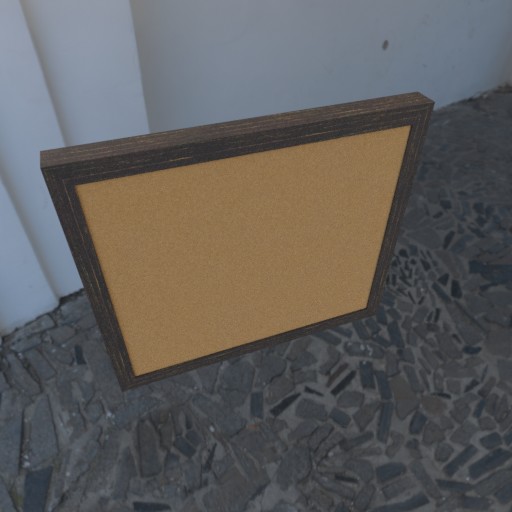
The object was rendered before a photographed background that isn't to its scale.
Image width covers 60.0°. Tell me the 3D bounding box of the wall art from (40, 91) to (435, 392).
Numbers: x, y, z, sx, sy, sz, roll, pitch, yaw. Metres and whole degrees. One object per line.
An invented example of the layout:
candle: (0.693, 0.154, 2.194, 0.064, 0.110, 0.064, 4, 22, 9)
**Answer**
wall art: (0.000, 0.000, 0.525, 0.381, 0.330, 0.031, -14, 43, -15)
